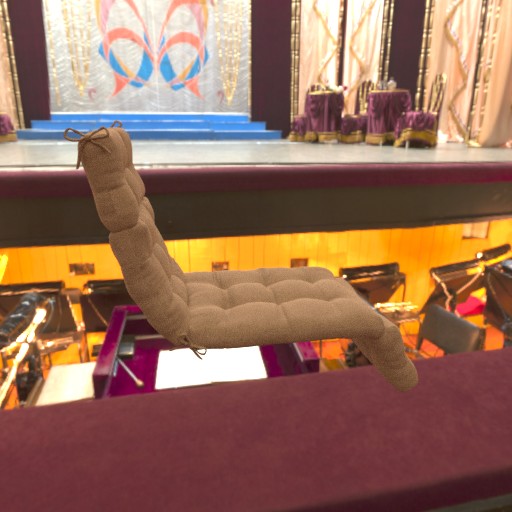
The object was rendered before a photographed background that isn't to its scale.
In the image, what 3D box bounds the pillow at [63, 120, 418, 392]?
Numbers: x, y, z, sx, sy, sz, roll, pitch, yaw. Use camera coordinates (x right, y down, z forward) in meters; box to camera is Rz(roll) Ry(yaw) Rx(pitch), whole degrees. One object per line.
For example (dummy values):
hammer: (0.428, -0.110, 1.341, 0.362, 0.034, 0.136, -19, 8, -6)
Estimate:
pillow: (0.000, 0.000, 1.477, 1.016, 0.863, 0.526, -3, 18, -11)
